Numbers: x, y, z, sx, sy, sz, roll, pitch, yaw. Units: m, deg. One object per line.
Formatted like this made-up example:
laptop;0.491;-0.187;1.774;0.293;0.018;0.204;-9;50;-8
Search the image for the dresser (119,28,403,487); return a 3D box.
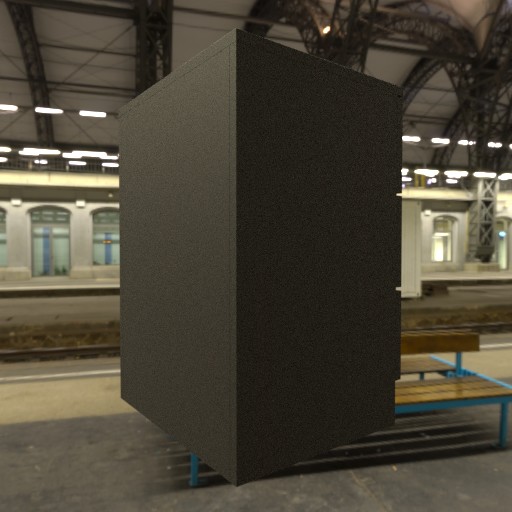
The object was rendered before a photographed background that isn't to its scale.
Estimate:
dresser;0.000;0.000;0.806;0.360;0.560;0.400;-1;2;-37
